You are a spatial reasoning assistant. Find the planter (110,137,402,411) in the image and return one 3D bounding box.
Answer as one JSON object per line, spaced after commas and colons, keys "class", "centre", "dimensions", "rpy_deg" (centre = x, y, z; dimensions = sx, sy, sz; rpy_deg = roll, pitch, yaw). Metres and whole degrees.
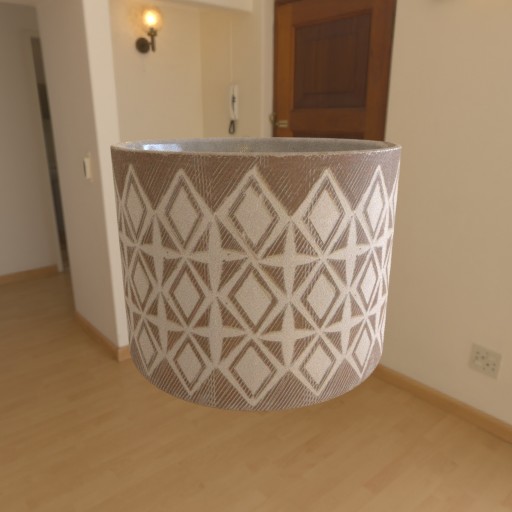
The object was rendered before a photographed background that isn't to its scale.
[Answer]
{"class": "planter", "centre": [0.000, 0.000, 0.332], "dimensions": [0.193, 0.165, 0.193], "rpy_deg": [0, 17, 0]}
